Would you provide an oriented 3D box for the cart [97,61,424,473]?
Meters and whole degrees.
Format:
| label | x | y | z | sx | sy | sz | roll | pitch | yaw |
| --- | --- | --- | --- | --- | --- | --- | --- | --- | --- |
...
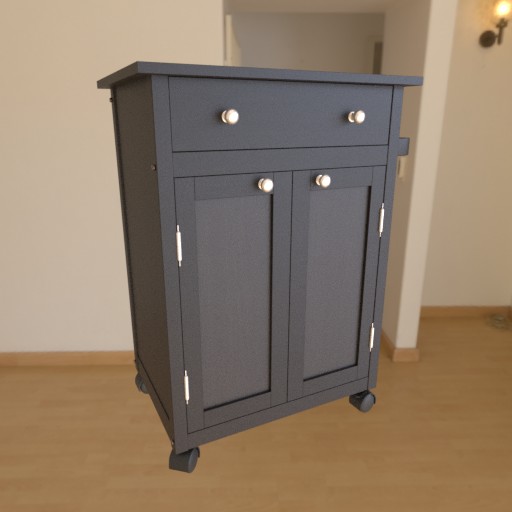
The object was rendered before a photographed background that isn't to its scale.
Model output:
| label | x | y | z | sx | sy | sz | roll | pitch | yaw |
| --- | --- | --- | --- | --- | --- | --- | --- | --- | --- |
| cart | 0.000 | 0.000 | 1.183 | 0.660 | 0.879 | 0.456 | -8 | 19 | -25 |
